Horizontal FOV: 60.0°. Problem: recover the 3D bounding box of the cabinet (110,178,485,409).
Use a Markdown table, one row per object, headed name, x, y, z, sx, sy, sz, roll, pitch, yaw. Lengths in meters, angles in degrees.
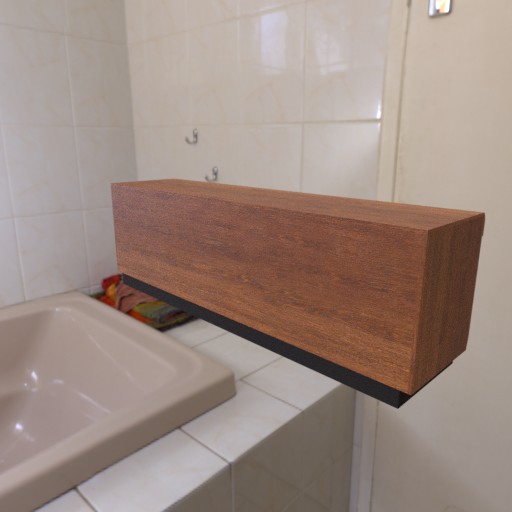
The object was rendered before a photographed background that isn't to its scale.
| name | x | y | z | sx | sy | sz | roll | pitch | yaw |
| --- | --- | --- | --- | --- | --- | --- | --- | --- | --- |
| cabinet | 0.000 | 0.000 | 1.821 | 0.419 | 0.510 | 1.600 | -14 | 20 | -43 |
